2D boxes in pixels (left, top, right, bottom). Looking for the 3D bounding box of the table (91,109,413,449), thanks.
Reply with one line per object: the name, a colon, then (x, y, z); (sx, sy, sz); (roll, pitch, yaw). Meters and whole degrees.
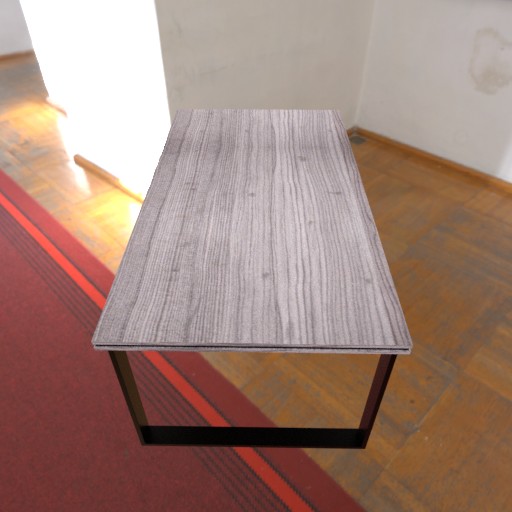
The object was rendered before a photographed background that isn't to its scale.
table: (0.000, 0.000, 2.050); (0.881, 0.736, 1.579); (1, 41, 1)
